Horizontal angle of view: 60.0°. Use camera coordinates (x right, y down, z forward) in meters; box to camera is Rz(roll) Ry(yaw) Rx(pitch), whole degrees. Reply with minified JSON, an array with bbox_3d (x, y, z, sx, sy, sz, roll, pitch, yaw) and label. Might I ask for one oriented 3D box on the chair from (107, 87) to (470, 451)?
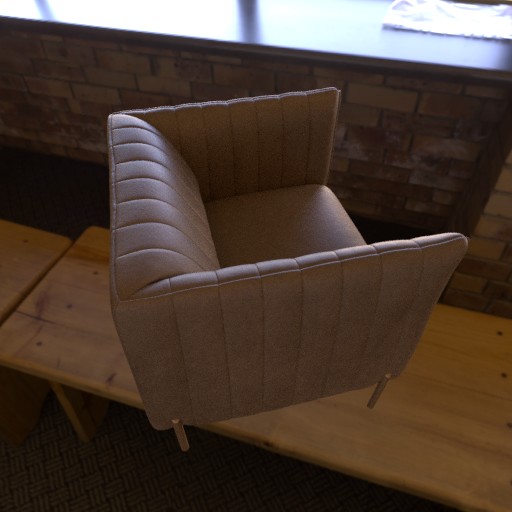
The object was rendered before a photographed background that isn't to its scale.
[{"bbox_3d":[0.000,0.000,1.574,0.876,0.779,0.981,-10,45,-10],"label":"chair"}]
